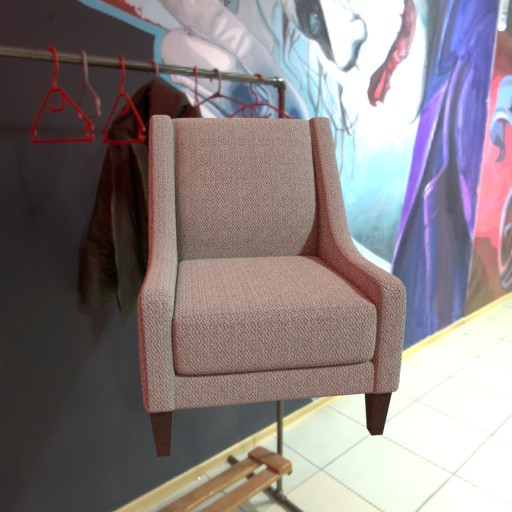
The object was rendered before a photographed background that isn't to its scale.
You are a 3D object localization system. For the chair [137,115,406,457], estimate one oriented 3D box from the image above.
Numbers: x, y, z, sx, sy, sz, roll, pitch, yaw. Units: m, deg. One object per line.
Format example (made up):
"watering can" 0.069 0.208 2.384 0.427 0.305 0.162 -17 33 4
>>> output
"chair" 0.000 0.000 1.596 0.774 1.014 0.870 -2 14 -8
